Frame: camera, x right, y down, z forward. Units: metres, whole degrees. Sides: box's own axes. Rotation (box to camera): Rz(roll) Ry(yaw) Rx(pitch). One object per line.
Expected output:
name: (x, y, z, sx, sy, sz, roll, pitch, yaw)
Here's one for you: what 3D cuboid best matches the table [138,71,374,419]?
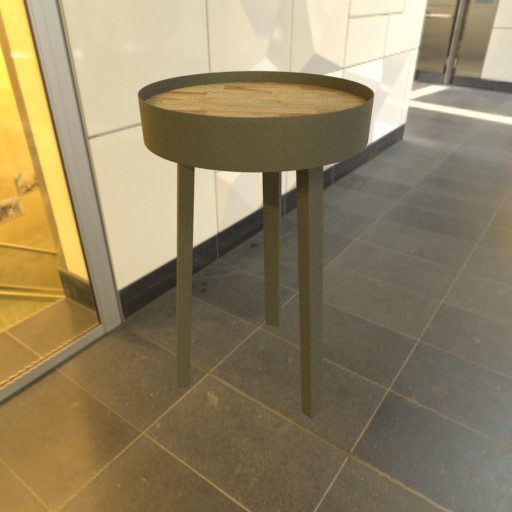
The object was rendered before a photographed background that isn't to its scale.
table: (0.000, 0.000, 0.957, 0.406, 0.686, 0.406, 9, 32, 14)
